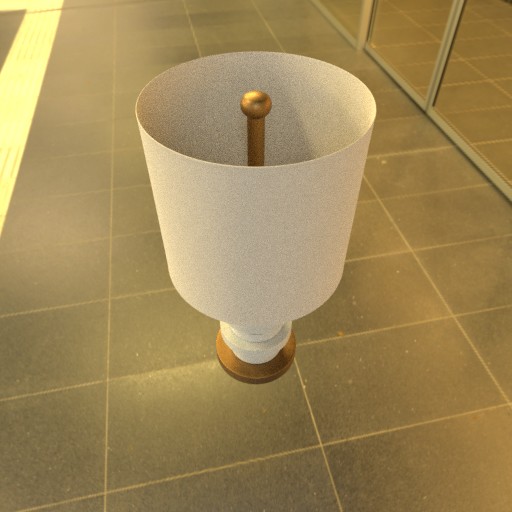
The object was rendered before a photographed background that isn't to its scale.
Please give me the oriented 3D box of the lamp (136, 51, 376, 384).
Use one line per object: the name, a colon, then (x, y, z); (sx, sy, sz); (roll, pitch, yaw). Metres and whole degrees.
lamp: (0.000, 0.000, 0.536); (0.210, 0.410, 0.210); (-24, 51, -21)
